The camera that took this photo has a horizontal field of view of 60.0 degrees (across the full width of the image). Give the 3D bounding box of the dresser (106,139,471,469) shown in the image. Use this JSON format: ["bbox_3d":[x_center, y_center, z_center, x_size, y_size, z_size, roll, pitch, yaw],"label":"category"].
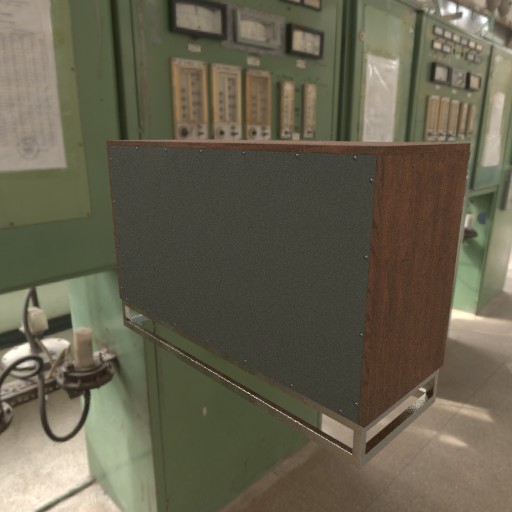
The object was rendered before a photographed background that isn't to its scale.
[{"bbox_3d":[0.000,0.000,2.119,0.623,1.061,1.646,-14,21,-42],"label":"dresser"}]
